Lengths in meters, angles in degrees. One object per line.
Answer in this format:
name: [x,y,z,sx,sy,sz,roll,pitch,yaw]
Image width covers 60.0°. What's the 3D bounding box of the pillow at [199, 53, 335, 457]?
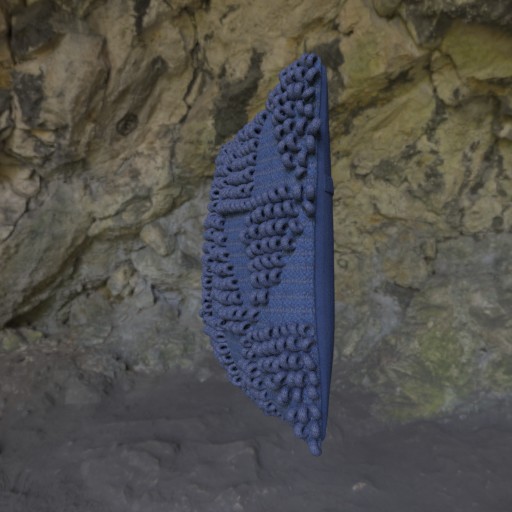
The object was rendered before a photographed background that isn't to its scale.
pillow: [0.000,0.000,0.718,0.172,0.466,0.469,0,-1,-17]
